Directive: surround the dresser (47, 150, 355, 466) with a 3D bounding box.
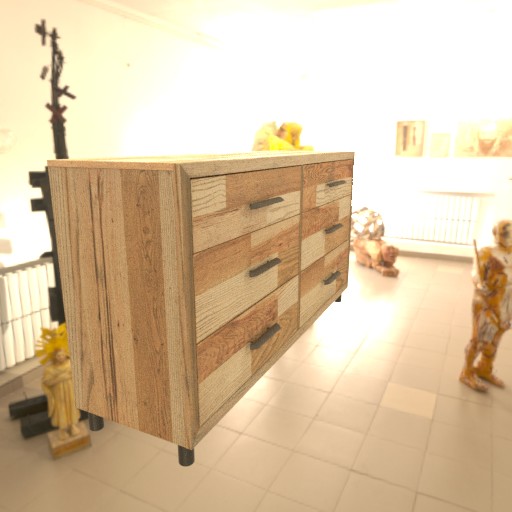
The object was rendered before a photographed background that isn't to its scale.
[{"bbox_3d":[0.000,0.000,1.863,0.487,0.834,1.547,7,16,26],"label":"dresser"}]
